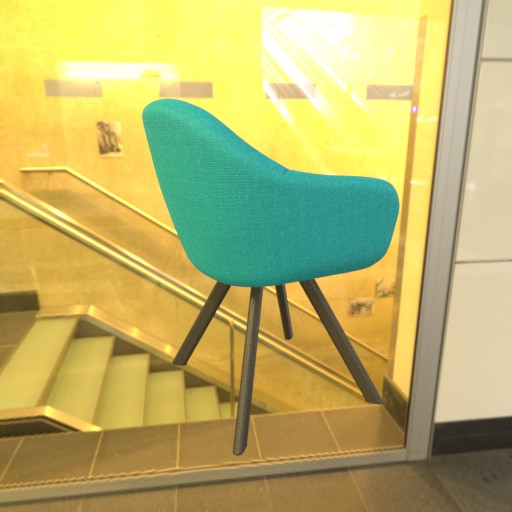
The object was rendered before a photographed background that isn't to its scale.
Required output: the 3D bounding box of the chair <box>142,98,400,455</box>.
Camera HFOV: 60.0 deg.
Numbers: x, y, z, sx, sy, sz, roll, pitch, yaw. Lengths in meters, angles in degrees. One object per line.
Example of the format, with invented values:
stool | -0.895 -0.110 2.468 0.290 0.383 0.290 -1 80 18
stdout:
chair | 0.000 0.000 1.208 0.550 0.795 0.590 -8 18 -26
